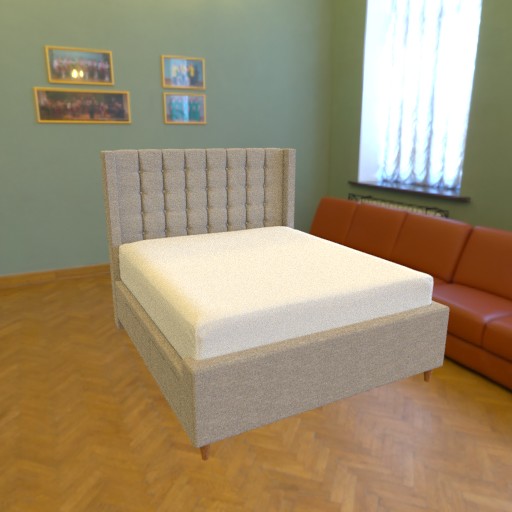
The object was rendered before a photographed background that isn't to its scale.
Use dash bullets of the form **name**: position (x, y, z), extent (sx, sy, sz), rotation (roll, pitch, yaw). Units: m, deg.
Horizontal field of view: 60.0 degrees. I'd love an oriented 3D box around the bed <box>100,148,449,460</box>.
- **bed**: position (0.000, 0.000, 3.805), extent (2.044, 1.748, 2.372), rotation (-8, 17, -27)
